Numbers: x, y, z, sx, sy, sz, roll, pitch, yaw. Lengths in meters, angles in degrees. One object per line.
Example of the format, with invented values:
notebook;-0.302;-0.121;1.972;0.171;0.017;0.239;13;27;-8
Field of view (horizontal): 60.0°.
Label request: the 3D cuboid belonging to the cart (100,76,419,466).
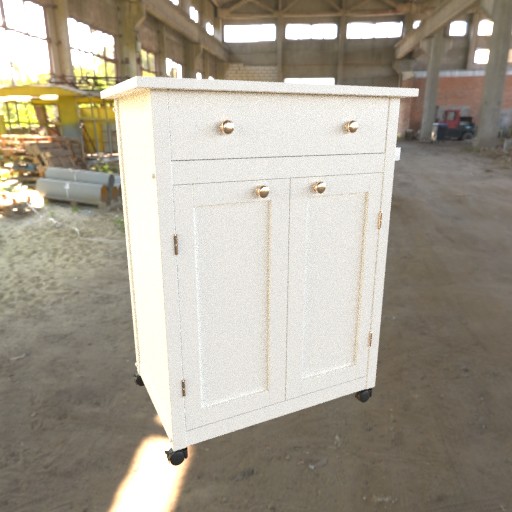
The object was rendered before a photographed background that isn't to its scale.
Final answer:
cart;0.000;0.000;1.230;0.683;0.864;0.442;-8;18;-25
